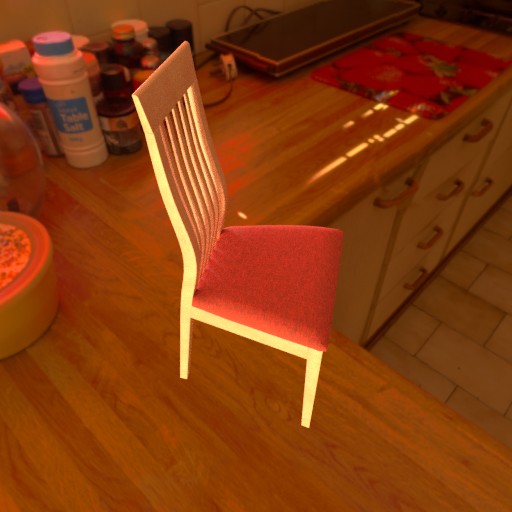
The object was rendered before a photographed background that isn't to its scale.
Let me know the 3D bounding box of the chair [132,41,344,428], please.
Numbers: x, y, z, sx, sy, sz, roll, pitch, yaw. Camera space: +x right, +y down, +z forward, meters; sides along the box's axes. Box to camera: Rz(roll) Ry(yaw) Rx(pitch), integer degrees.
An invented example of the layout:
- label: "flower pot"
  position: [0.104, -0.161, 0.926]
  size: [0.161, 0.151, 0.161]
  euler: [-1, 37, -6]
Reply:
- label: "chair"
  position: [0.000, 0.000, 1.252]
  size: [0.474, 1.027, 0.460]
  euler: [9, 45, 9]
